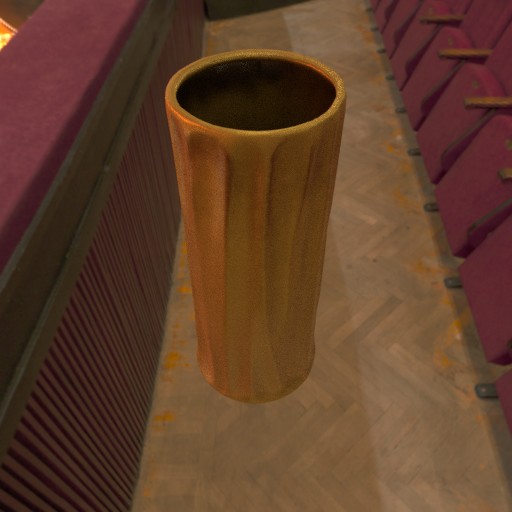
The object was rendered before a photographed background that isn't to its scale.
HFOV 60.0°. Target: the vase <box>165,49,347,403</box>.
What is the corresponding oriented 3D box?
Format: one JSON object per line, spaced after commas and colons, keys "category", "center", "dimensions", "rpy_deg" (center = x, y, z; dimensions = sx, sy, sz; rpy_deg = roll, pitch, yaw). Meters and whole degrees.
{"category": "vase", "center": [0.000, 0.000, 0.179], "dimensions": [0.061, 0.143, 0.061], "rpy_deg": [0, 47, 0]}
